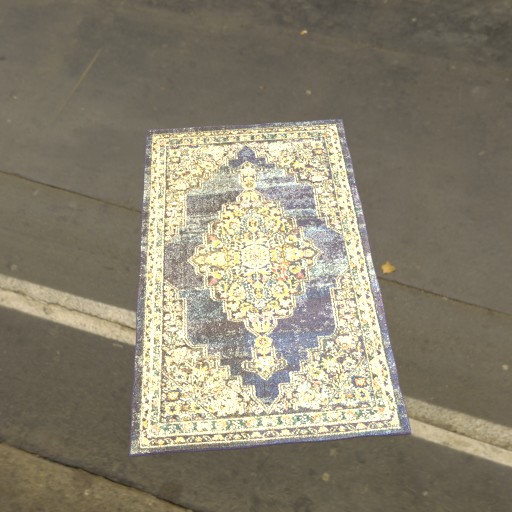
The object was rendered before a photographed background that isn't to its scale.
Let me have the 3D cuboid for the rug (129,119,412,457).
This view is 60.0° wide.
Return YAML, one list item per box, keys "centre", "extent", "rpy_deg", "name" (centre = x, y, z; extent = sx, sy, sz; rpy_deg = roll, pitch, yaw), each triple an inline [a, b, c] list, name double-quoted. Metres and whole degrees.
- centre: [0.000, 0.000, 2.245]
  extent: [1.184, 0.012, 1.781]
  rpy_deg: [-4, 63, -2]
  name: "rug"
